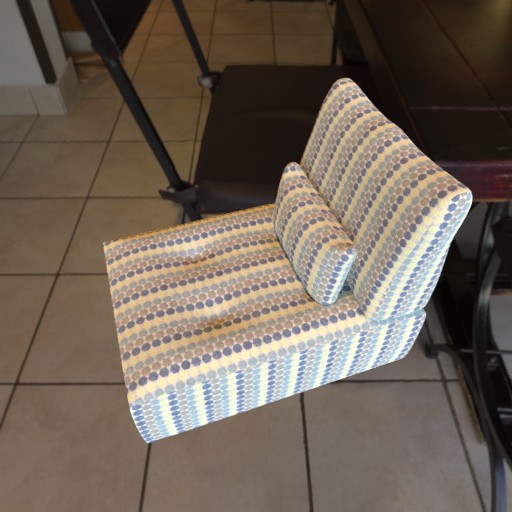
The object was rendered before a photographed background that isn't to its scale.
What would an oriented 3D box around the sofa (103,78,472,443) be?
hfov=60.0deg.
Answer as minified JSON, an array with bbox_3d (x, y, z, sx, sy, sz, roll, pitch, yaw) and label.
[{"bbox_3d":[0.000,0.000,1.501,1.000,0.820,0.700,-14,49,-13],"label":"sofa"}]
